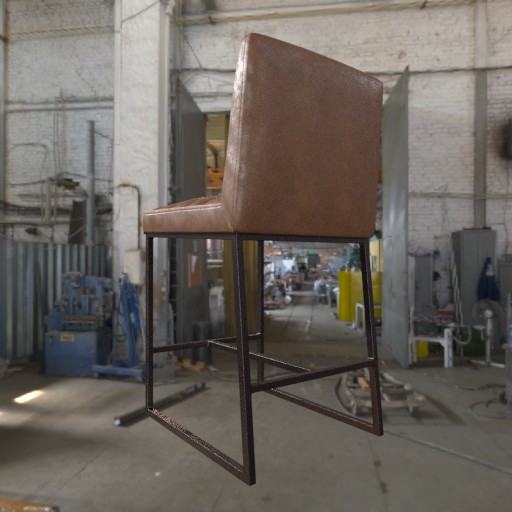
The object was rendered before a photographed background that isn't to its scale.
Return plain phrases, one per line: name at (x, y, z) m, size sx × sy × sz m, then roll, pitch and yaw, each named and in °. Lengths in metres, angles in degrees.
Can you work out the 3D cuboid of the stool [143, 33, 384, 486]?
stool at (0.000, 0.000, 1.251) m, size 0.463 × 0.942 × 0.562 m, roll 0°, pitch 0°, yaw -37°
